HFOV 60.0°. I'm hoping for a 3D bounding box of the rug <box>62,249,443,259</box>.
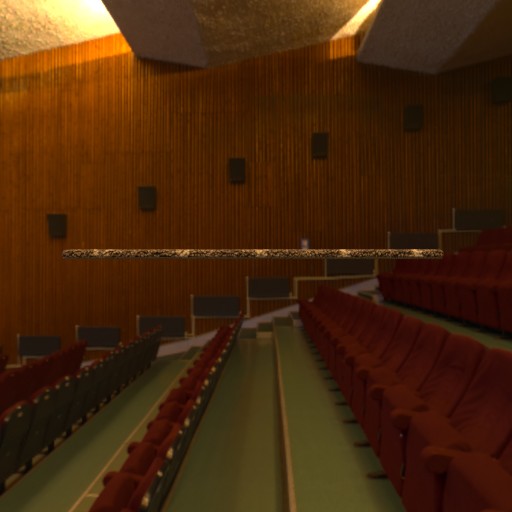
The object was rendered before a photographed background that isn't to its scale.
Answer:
[{"bbox_3d":[0.000,0.000,2.293,1.219,0.030,1.778,0,0,1],"label":"rug"}]
